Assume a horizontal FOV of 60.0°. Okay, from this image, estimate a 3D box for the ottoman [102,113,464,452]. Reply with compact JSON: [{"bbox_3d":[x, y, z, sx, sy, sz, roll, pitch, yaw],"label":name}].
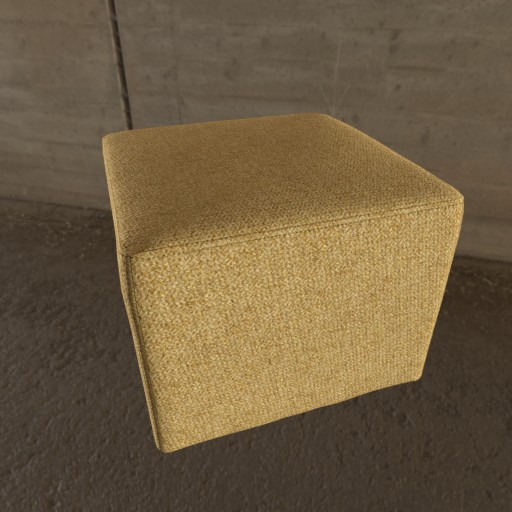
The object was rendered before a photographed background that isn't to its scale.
[{"bbox_3d":[0.000,0.000,0.880,0.512,0.441,0.505,-11,34,-16],"label":"ottoman"}]
